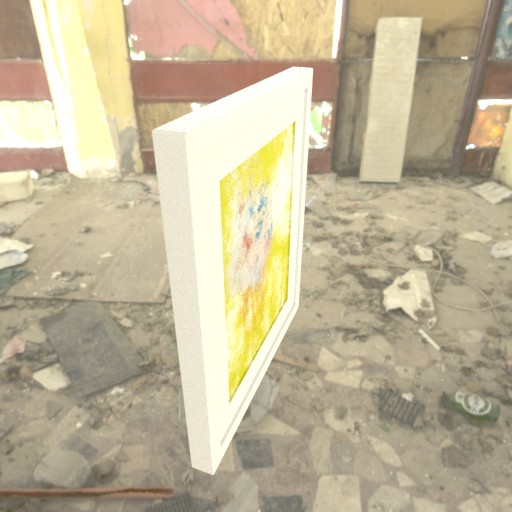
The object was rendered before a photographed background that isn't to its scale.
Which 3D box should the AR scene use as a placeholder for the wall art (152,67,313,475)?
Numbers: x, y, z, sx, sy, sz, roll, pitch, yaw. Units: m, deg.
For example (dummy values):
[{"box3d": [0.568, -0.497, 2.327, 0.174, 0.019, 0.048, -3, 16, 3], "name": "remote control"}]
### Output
[{"box3d": [0.000, 0.000, 0.533, 0.028, 0.381, 0.331, 11, 32, 18], "name": "wall art"}]
